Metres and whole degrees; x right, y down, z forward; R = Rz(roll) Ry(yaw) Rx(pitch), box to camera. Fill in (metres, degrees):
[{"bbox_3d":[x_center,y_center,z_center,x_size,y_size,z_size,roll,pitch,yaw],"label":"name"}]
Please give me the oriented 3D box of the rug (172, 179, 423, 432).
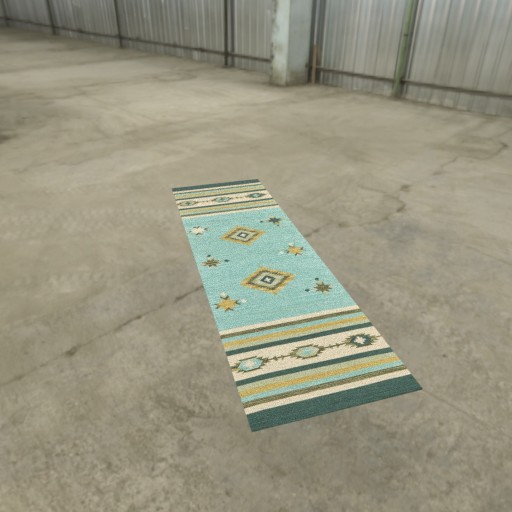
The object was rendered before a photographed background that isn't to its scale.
[{"bbox_3d":[0.000,0.000,2.769,0.744,0.010,2.441,-9,33,-14],"label":"rug"}]
